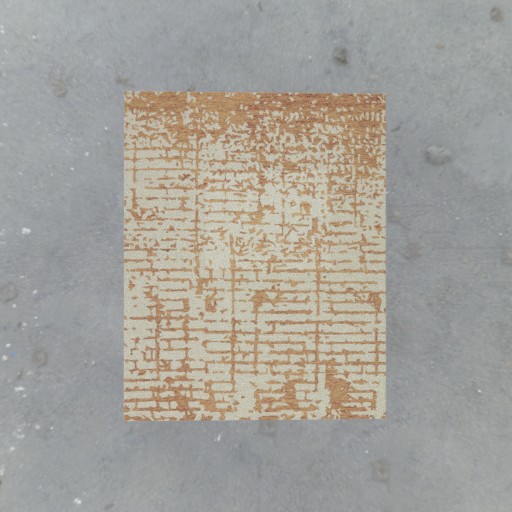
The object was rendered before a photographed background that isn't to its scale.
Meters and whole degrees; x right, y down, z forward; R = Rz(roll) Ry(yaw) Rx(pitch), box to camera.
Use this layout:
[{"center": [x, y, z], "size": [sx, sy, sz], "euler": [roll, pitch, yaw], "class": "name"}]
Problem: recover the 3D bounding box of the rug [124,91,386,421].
[{"center": [0.000, 0.000, 4.130], "size": [2.441, 0.011, 3.050], "euler": [0, 90, -2], "class": "rug"}]
